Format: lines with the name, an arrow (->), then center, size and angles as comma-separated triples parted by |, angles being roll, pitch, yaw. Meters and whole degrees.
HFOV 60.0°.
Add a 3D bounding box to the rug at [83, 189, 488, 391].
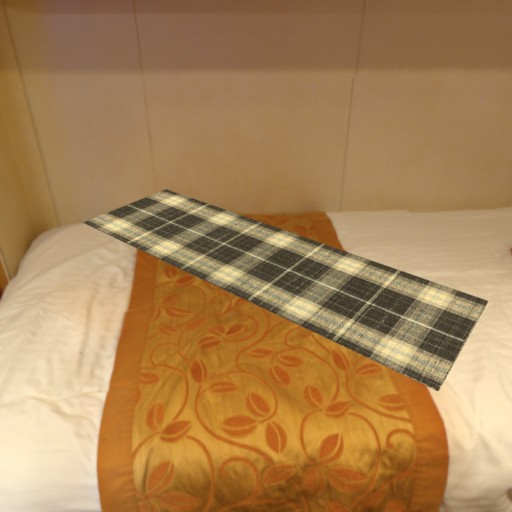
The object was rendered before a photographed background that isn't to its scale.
rug -> 0.000, 0.000, 2.659 | 2.434, 0.012, 0.760 | 22, 37, 32
